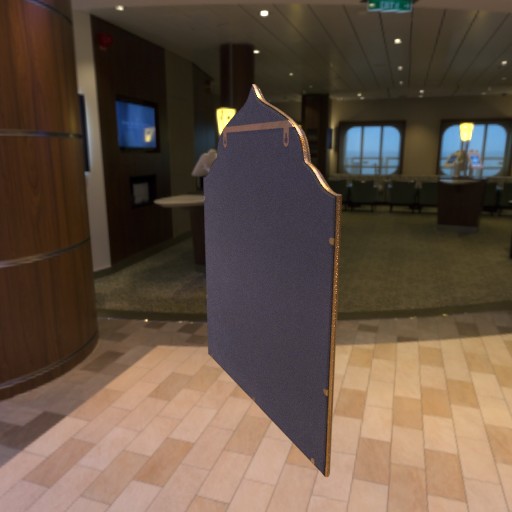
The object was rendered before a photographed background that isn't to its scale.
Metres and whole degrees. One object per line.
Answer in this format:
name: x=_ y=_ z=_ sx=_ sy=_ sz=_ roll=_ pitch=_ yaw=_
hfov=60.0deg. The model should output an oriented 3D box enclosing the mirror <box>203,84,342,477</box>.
mirror: x=0.000 y=0.000 z=0.873 sx=0.018 sy=0.635 sz=0.513 roll=-7 pitch=15 yaw=-27
